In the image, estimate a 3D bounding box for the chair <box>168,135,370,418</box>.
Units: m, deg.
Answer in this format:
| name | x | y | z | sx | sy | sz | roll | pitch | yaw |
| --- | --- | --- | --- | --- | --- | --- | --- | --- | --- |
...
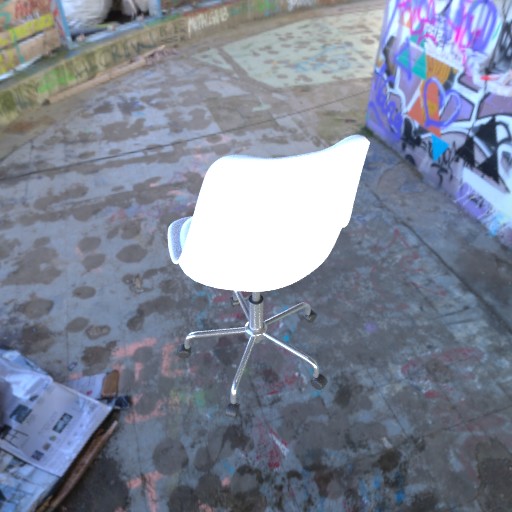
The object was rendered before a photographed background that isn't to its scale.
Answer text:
| name | x | y | z | sx | sy | sz | roll | pitch | yaw |
| --- | --- | --- | --- | --- | --- | --- | --- | --- | --- |
| chair | 0.000 | 0.000 | 1.304 | 0.550 | 0.930 | 0.550 | -13 | 43 | -14 |
